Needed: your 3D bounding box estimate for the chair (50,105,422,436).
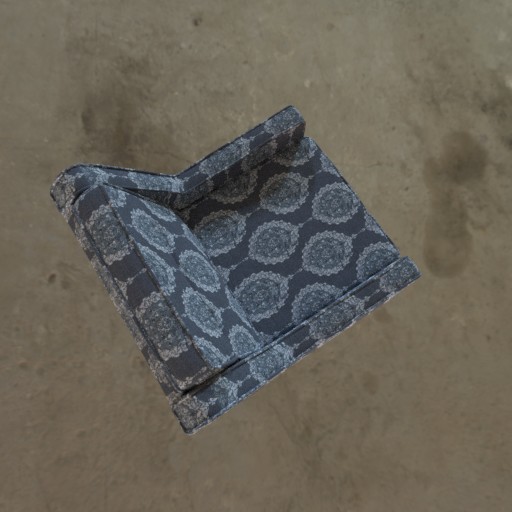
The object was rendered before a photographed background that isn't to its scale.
[{"bbox_3d":[0.000,0.000,1.329,0.743,0.792,0.663,-32,77,-8],"label":"chair"}]
